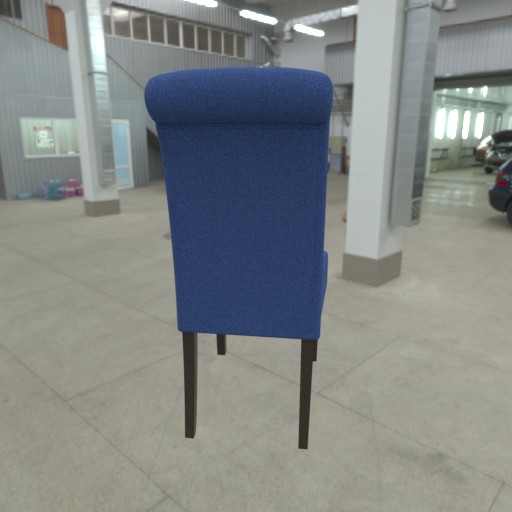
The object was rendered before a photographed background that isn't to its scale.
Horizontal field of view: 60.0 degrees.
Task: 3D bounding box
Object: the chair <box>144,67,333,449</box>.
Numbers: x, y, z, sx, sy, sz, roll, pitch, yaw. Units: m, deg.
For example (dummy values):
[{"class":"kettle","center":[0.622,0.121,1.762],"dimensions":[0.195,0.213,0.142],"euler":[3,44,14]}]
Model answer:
[{"class":"chair","center":[0.000,0.000,1.367],"dimensions":[0.456,1.006,0.671],"euler":[2,15,8]}]
